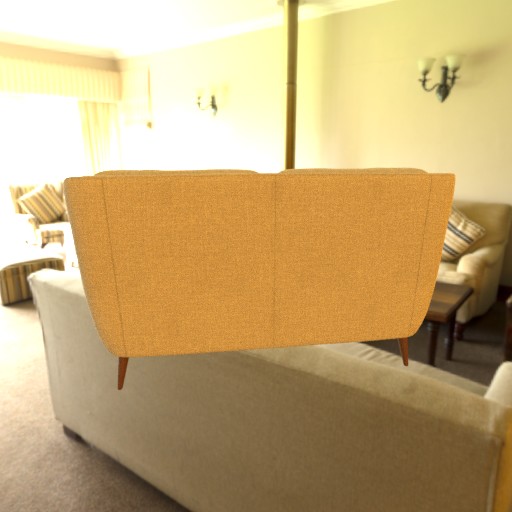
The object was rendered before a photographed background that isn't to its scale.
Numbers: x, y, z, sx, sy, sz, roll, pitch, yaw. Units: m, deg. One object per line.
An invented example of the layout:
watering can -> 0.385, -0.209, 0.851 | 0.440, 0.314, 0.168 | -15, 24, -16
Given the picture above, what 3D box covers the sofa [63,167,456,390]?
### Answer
sofa -> 0.000, 0.000, 2.218 | 1.652, 0.888, 0.965 | -2, 14, -9
